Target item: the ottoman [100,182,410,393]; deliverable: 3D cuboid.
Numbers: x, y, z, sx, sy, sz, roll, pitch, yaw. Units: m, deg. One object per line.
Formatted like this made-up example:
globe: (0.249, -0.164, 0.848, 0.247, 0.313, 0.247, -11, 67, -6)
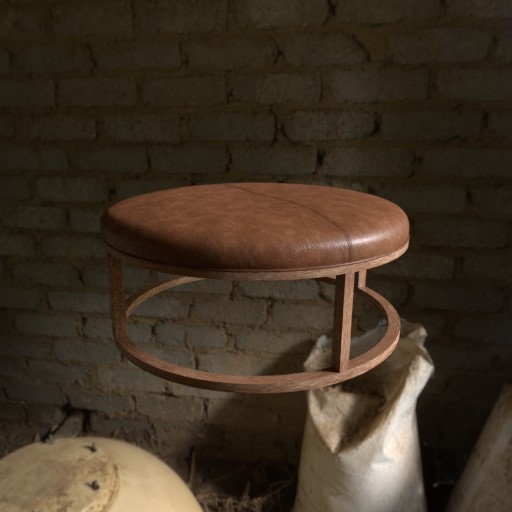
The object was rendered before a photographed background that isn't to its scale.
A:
ottoman: (0.000, 0.000, 1.550, 1.006, 0.445, 1.006, 0, 16, 0)
